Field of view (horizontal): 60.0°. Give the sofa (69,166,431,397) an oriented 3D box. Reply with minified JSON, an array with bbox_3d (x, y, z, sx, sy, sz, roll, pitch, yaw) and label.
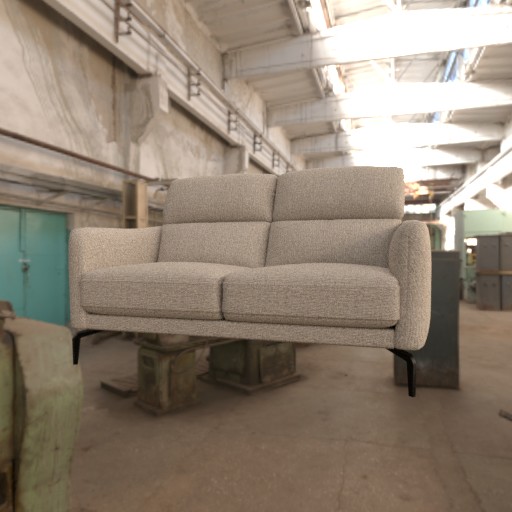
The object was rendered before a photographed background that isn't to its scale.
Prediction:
[{"bbox_3d":[0.000,0.000,2.119,1.540,0.950,0.905,0,0,18],"label":"sofa"}]
